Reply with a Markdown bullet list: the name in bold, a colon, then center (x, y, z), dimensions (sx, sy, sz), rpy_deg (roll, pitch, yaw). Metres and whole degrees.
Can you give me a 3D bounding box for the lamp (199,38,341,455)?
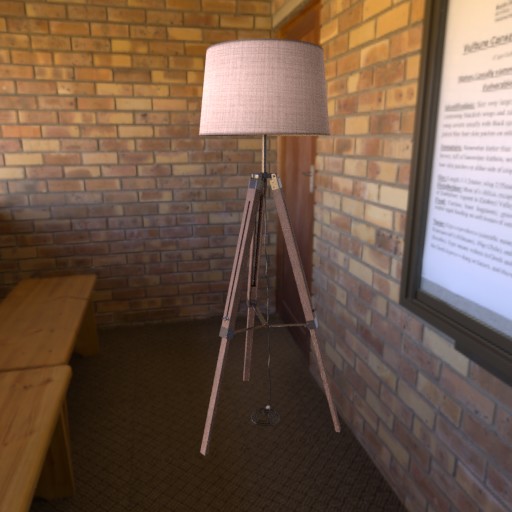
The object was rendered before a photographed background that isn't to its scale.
- **lamp**: center (0.000, 0.000, 1.759), dimensions (0.604, 1.510, 0.587), rpy_deg (14, 20, 43)
